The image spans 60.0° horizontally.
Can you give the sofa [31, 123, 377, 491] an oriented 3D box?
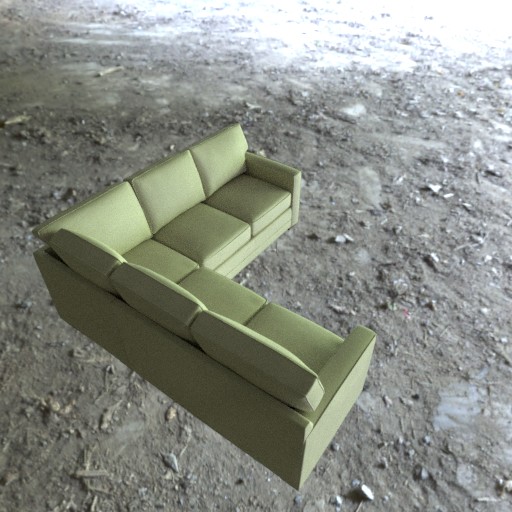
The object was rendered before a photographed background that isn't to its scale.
[{"bbox_3d":[0.000,0.000,3.342,2.182,0.939,2.189,25,46,27],"label":"sofa"}]
